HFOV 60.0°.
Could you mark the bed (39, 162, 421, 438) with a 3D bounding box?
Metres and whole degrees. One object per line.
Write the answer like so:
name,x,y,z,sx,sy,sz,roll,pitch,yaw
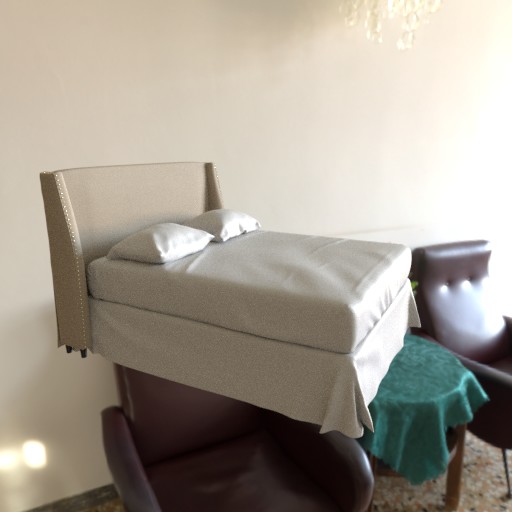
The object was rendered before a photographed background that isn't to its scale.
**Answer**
bed,0.000,0.000,3.376,2.276,1.332,1.925,8,16,28
